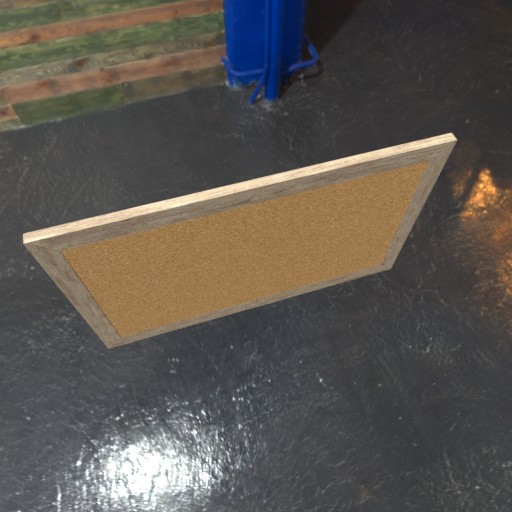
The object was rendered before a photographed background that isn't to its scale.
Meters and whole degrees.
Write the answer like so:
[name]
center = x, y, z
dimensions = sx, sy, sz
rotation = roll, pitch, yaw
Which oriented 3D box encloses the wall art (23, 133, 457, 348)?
[wall art]
center = 0.000, 0.000, 0.973
dimensions = 0.780, 0.480, 0.021
rotation = -15, 59, -9
